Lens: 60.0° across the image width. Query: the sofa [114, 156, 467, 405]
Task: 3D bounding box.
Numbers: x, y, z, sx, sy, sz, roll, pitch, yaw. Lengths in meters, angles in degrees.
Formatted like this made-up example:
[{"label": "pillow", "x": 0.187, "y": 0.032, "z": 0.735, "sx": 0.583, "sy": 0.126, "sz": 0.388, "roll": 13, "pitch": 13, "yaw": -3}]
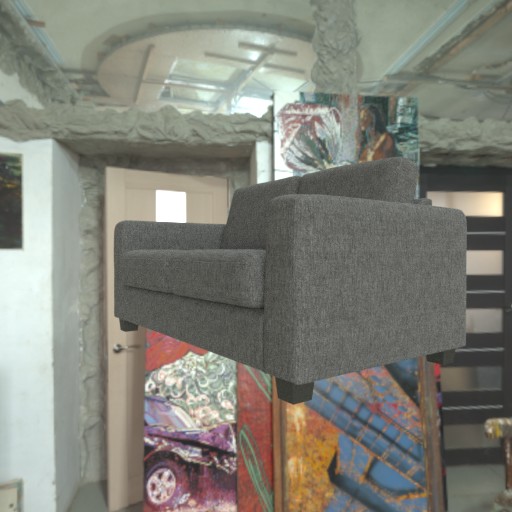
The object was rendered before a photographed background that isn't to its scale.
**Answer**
[{"label": "sofa", "x": 0.000, "y": 0.000, "z": 2.013, "sx": 0.900, "sy": 0.800, "sz": 1.520, "roll": -1, "pitch": 1, "yaw": -36}]
